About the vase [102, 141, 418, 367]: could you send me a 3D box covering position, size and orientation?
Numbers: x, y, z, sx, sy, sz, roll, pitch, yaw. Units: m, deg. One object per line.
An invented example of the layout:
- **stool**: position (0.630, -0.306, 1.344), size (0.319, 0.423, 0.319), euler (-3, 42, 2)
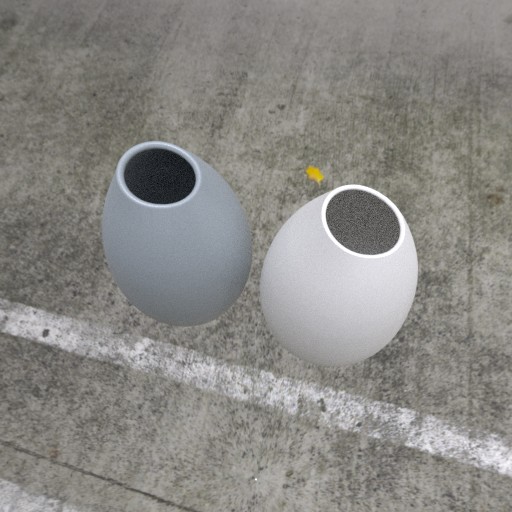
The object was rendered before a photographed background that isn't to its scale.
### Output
- **vase**: position (0.000, 0.000, 0.260), size (0.187, 0.131, 0.089), euler (14, 64, 7)
